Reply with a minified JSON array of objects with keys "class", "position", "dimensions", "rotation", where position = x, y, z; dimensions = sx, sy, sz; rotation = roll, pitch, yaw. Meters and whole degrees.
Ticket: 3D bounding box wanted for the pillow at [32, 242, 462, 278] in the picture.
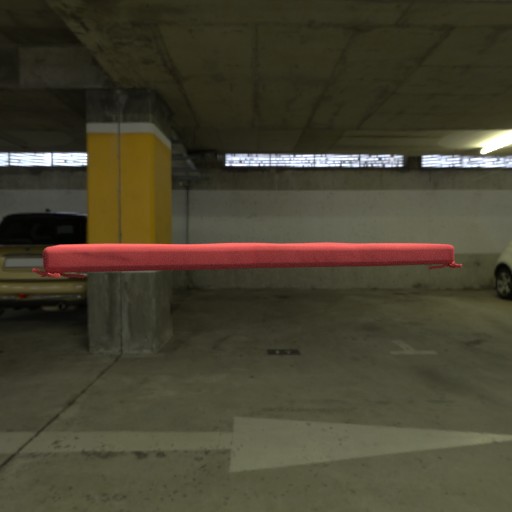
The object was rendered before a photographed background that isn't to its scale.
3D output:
[{"class":"pillow","position":[0.000,0.000,1.358],"dimensions":[1.187,0.081,0.492],"rotation":[-1,2,-19]}]
